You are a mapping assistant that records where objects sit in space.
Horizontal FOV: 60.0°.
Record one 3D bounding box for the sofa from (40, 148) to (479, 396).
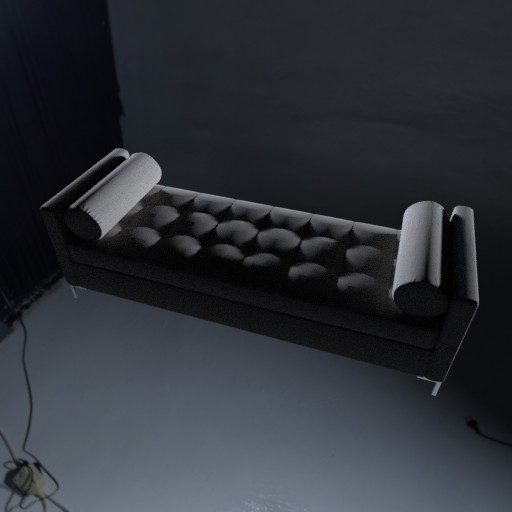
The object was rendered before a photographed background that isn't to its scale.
[{"bbox_3d":[0.000,0.000,2.320,1.981,0.635,0.686,12,41,14],"label":"sofa"}]
